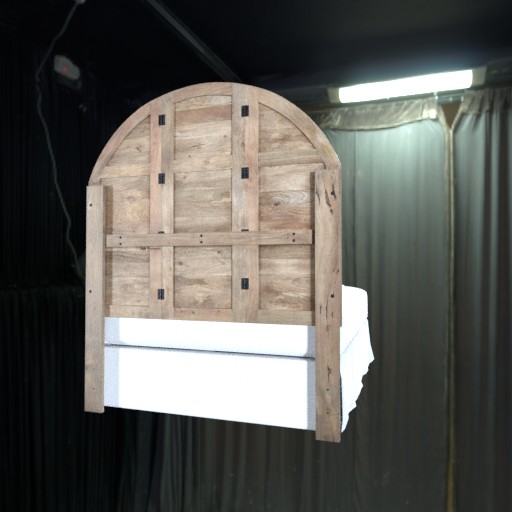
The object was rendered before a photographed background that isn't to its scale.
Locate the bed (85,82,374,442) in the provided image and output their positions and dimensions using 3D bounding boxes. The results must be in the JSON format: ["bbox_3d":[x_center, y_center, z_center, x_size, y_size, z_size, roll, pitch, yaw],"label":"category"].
[{"bbox_3d":[0.000,0.000,3.582,1.713,2.002,2.112,0,-1,18],"label":"bed"}]
